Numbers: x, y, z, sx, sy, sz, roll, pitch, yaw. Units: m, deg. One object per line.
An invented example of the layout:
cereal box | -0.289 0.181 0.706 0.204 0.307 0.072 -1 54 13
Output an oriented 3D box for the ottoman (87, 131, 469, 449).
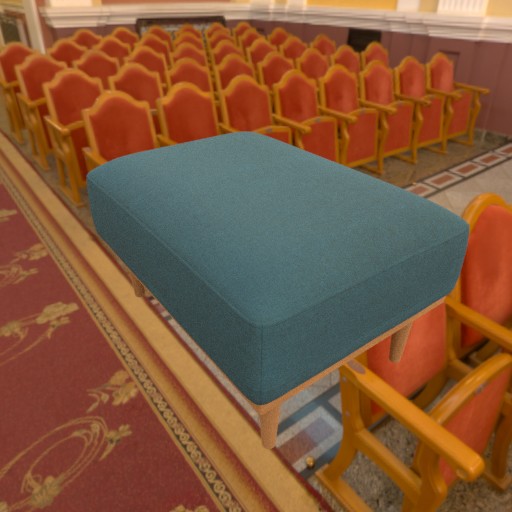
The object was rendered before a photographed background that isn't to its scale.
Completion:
ottoman | 0.000 0.000 1.068 0.549 0.428 0.749 -21 38 -30
